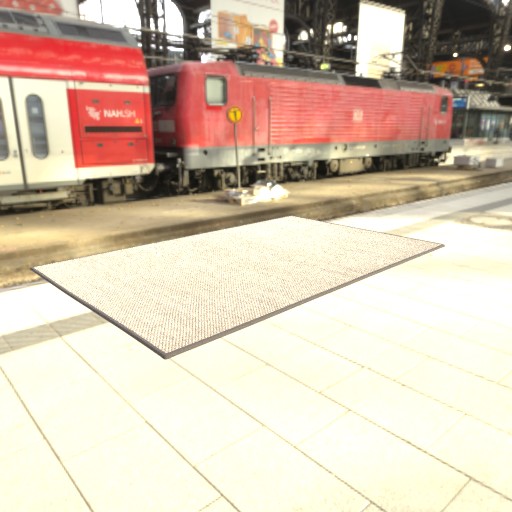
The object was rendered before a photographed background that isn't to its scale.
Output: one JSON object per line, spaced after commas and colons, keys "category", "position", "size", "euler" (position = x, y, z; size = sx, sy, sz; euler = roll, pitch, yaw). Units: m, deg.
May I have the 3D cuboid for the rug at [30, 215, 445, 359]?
{"category": "rug", "position": [0.000, 0.000, 2.083], "size": [1.676, 0.013, 1.067], "euler": [-15, 22, -41]}
